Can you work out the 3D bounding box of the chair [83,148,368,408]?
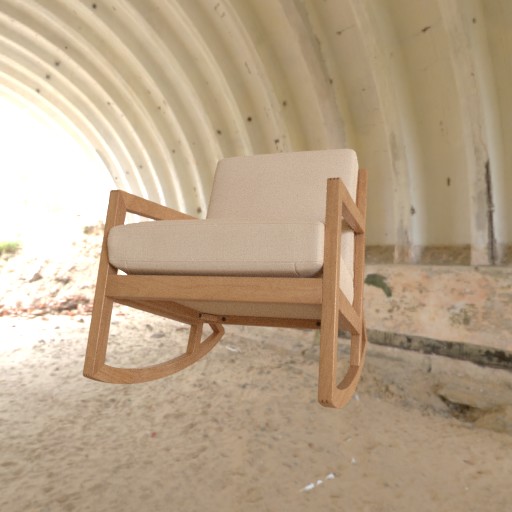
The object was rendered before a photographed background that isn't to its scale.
[{"bbox_3d":[0.000,0.000,1.409,0.622,0.790,0.857,0,0,19],"label":"chair"}]
